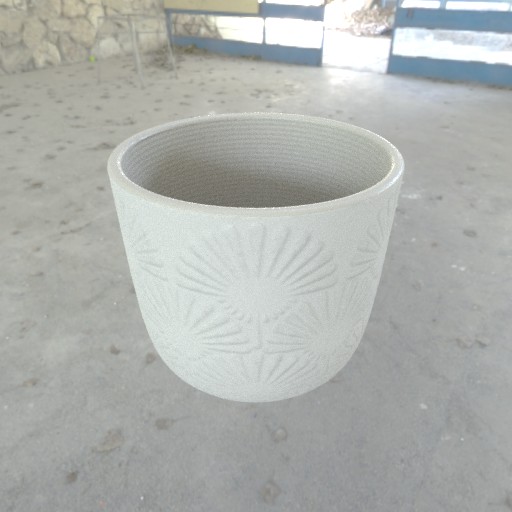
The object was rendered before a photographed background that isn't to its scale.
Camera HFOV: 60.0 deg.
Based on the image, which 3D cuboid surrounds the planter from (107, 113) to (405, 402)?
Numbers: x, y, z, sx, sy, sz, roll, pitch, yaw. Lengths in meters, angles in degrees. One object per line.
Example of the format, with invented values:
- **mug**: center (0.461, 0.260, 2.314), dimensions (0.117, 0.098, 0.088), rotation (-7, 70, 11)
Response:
- **planter**: center (0.000, 0.000, 0.220), dimensions (0.124, 0.109, 0.124), rotation (0, 32, 0)
